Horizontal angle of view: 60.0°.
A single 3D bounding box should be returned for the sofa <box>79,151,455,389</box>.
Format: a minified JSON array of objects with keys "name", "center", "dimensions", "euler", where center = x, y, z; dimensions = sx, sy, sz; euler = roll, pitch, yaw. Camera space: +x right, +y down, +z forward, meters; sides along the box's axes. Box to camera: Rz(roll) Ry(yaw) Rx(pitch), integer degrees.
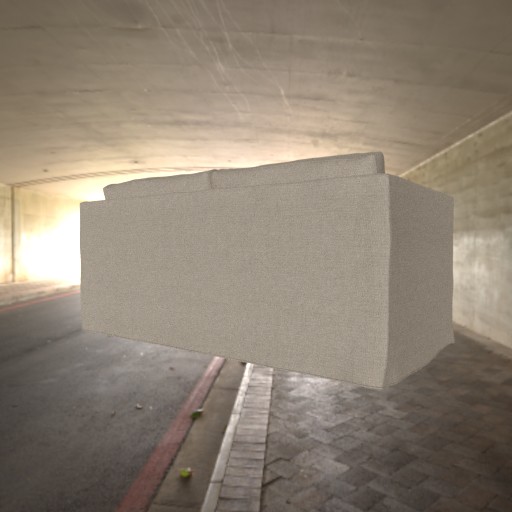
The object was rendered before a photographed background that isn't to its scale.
[{"name":"sofa","center":[0.000,0.000,2.302],"dimensions":[1.766,0.828,0.956],"euler":[1,2,36]}]
